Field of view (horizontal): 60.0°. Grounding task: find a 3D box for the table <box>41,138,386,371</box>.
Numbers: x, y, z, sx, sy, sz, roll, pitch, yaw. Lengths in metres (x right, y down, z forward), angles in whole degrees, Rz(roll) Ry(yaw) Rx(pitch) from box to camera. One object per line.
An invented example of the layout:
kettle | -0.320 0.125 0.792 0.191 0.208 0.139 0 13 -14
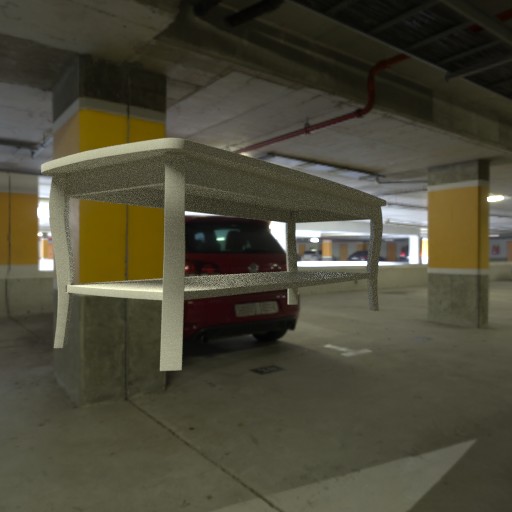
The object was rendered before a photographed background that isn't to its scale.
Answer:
table | 0.000 0.000 1.543 0.561 0.474 1.334 0 0 35
